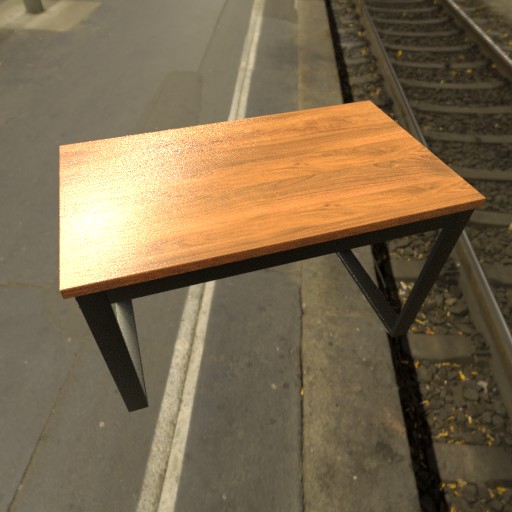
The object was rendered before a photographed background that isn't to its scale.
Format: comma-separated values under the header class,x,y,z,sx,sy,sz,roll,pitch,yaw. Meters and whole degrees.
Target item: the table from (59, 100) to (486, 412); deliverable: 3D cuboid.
class,x,y,z,sx,sy,sz,roll,pitch,yaw
table,0.000,0.000,1.686,1.205,0.760,0.714,-12,45,-13
